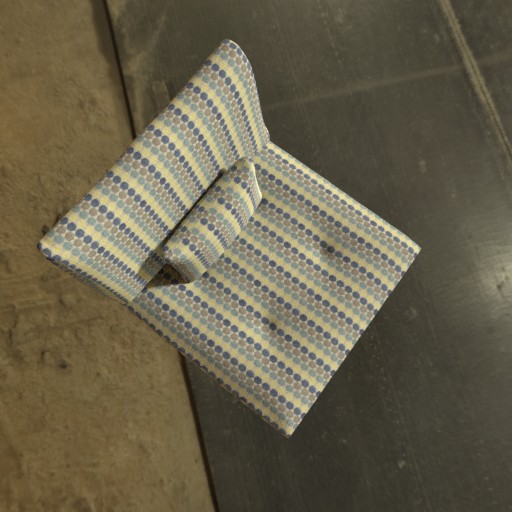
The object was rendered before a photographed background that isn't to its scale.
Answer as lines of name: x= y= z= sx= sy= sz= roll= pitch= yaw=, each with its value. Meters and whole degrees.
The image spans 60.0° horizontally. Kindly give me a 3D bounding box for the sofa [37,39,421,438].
sofa: x=0.000 y=0.000 z=1.674 sx=1.000 sy=0.830 sz=0.930 roll=37 pitch=79 yaw=8
